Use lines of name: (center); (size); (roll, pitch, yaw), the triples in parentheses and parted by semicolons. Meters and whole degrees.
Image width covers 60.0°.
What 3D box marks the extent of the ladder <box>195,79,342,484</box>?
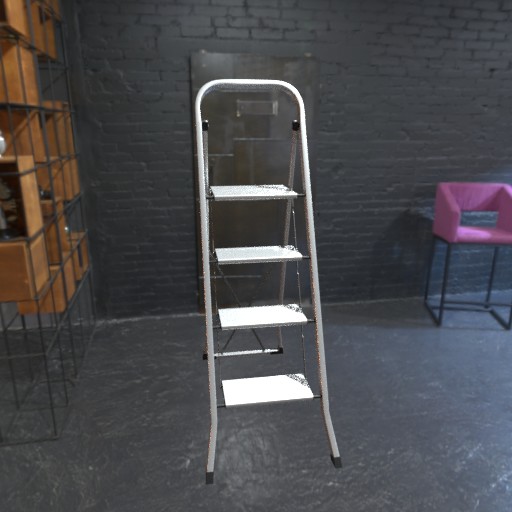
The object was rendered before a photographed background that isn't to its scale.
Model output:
ladder: (0.000, 0.000, 1.690); (0.465, 1.290, 0.830); (-3, 16, -9)
